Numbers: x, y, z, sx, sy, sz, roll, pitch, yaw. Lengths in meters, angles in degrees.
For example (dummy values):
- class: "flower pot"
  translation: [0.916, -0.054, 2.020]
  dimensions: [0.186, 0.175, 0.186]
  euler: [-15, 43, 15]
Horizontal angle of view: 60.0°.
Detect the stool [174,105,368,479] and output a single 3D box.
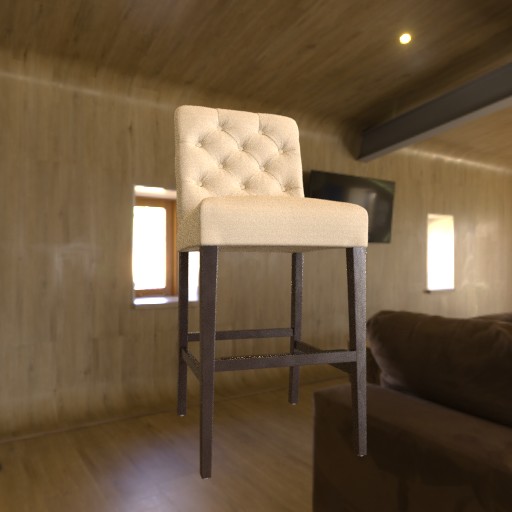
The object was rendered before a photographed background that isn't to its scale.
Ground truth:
- class: "stool"
  translation: [0.000, 0.000, 1.445]
  dimensions: [0.482, 1.118, 0.610]
  euler: [0, -1, -17]
